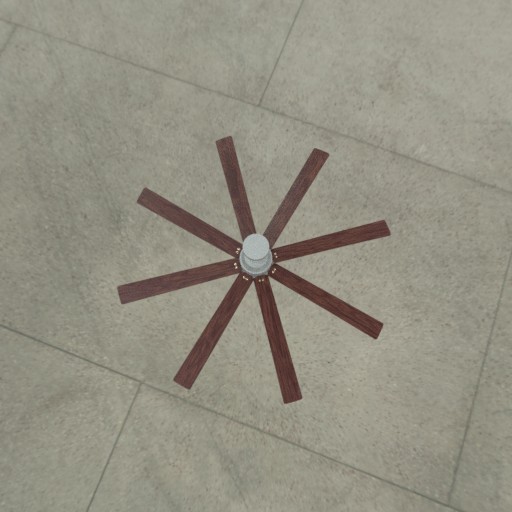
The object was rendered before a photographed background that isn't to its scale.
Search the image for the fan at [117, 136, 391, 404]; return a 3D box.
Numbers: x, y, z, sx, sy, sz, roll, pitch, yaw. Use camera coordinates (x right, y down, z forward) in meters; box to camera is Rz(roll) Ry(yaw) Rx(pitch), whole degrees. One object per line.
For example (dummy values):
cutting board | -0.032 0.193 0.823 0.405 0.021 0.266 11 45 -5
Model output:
fan | 0.000 0.000 2.788 1.830 0.472 1.830 -14 77 -3
